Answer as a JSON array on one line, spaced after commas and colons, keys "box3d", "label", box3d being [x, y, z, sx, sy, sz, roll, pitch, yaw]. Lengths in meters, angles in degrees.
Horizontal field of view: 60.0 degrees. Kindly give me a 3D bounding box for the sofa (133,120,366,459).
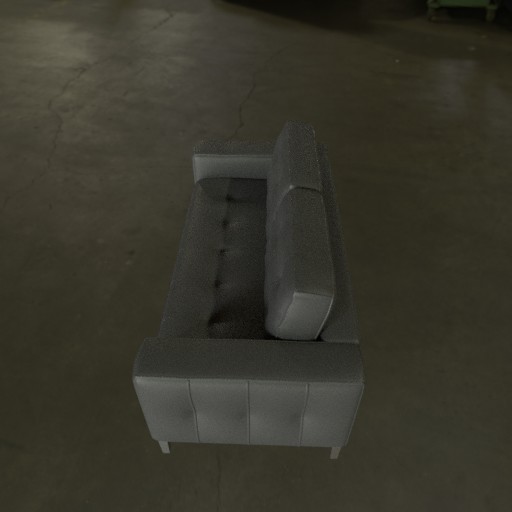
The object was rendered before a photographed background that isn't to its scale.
[{"box3d": [0.000, 0.000, 2.263, 0.833, 0.893, 1.726, 1, 43, 1], "label": "sofa"}]
